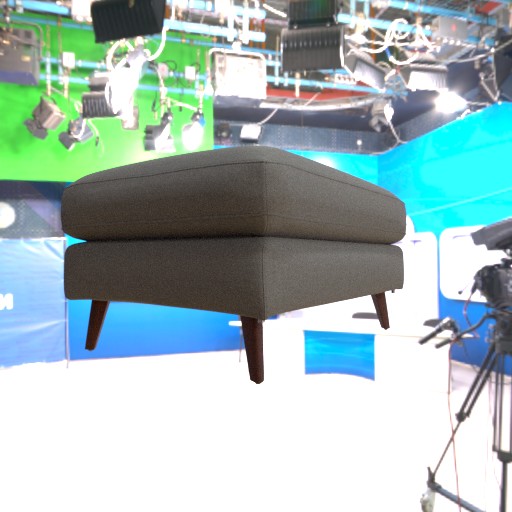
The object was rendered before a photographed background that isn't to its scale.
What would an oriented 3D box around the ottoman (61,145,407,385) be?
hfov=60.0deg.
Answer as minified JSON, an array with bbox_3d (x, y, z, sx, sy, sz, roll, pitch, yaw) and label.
[{"bbox_3d":[0.000,0.000,1.192,0.608,0.449,0.811,0,0,35],"label":"ottoman"}]
